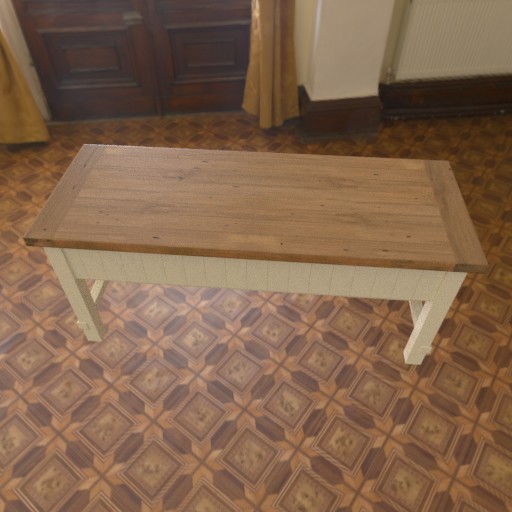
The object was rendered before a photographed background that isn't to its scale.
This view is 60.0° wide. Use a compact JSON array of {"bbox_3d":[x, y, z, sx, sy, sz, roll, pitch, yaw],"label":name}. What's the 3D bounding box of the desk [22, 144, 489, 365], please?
[{"bbox_3d":[0.000,0.000,2.220,1.803,0.762,0.688,3,46,3],"label":"desk"}]
